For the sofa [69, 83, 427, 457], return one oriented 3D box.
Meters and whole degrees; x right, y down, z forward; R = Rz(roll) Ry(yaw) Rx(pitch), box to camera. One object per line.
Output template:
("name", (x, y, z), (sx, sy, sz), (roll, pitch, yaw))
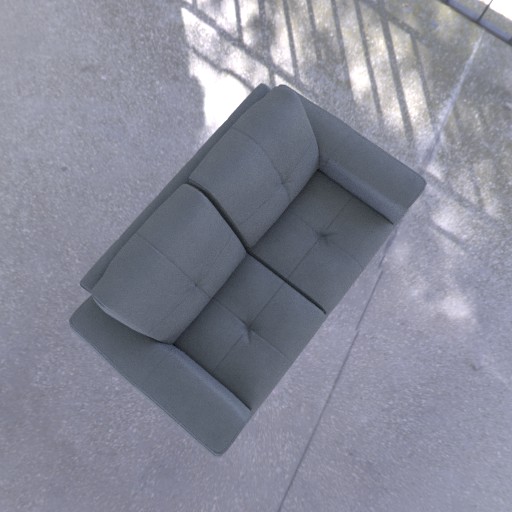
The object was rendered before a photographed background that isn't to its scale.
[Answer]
("sofa", (0.000, 0.000, 2.368), (1.018, 0.907, 1.806), (38, 79, 9))
